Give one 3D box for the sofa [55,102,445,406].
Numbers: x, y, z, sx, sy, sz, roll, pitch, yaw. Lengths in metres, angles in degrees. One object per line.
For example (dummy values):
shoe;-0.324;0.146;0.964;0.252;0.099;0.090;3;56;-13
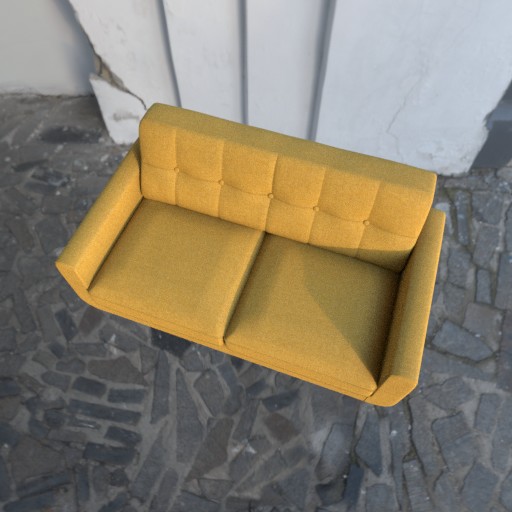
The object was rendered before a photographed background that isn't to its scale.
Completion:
sofa;0.000;0.000;2.175;1.631;0.841;0.909;17;61;10
